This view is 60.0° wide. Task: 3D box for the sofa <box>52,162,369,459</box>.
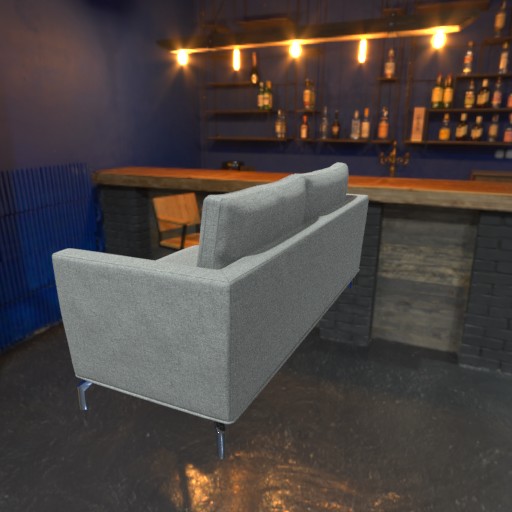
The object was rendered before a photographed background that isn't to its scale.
[{"bbox_3d":[0.000,0.000,2.662,0.869,1.002,2.212,8,18,24],"label":"sofa"}]
